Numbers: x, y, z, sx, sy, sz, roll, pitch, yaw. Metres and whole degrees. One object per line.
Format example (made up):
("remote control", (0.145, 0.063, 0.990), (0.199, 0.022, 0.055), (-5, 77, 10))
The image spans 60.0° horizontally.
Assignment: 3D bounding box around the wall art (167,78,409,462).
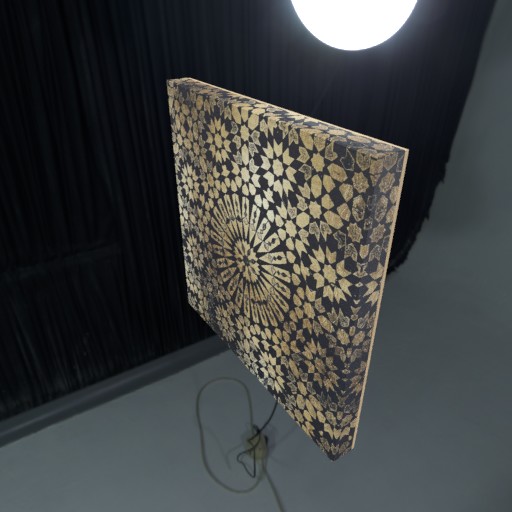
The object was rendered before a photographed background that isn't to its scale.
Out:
("wall art", (0.000, 0.000, 0.614), (0.038, 0.405, 0.405), (-20, 37, -29))
